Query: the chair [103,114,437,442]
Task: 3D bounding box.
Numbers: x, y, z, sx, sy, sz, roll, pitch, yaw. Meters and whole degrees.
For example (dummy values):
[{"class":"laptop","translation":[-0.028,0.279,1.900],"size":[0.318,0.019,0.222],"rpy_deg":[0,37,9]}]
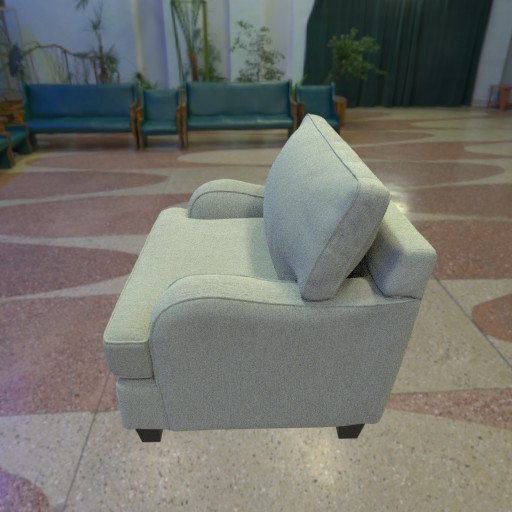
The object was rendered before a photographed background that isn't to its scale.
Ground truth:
[{"class":"chair","translation":[0.000,0.000,1.933],"size":[1.041,1.016,1.220],"rpy_deg":[-1,27,-1]}]
